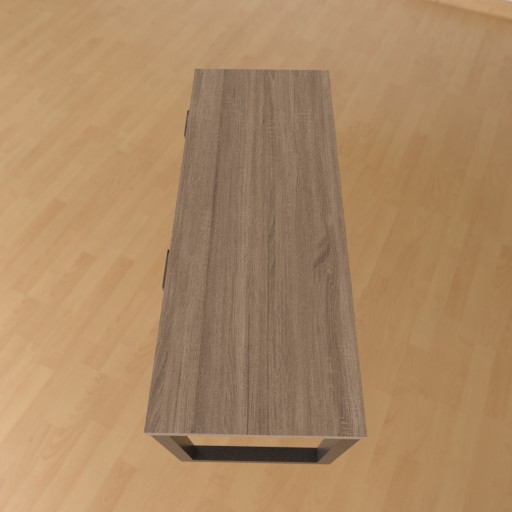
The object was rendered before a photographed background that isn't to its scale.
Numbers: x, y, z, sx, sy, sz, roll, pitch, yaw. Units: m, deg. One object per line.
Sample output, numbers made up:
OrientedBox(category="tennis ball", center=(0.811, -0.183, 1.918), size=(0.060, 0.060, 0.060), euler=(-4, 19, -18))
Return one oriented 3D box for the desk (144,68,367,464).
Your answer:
OrientedBox(category="desk", center=(0.000, 0.000, 2.080), size=(0.690, 0.760, 1.700), euler=(1, 59, 1))
